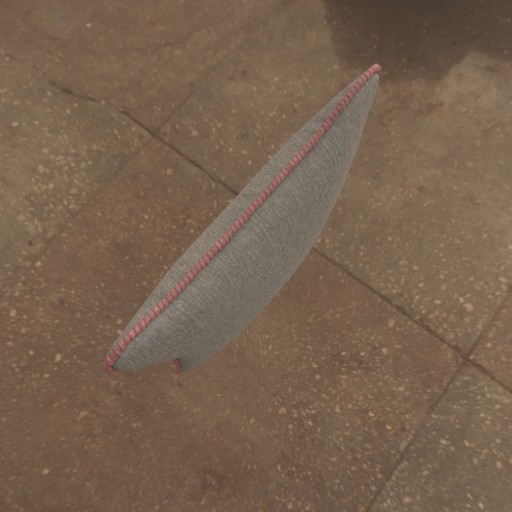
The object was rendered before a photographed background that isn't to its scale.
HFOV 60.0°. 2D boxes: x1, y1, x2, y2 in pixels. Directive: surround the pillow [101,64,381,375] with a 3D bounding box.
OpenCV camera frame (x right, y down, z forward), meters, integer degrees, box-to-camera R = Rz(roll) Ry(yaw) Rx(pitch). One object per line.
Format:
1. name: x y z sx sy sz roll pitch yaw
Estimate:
1. pillow: 0.000 0.000 0.718 0.124 0.491 0.482 39 78 10
